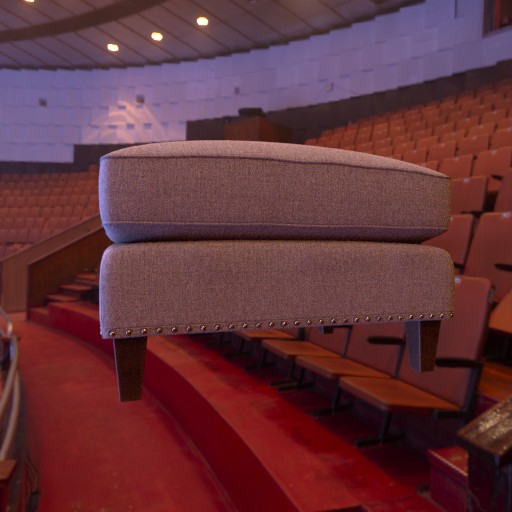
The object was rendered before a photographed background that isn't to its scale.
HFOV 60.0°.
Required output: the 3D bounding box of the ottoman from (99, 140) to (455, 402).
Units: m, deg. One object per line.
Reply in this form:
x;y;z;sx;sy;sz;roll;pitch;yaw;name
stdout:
0.000;0.000;1.129;0.741;0.513;0.584;0;1;-18;ottoman
